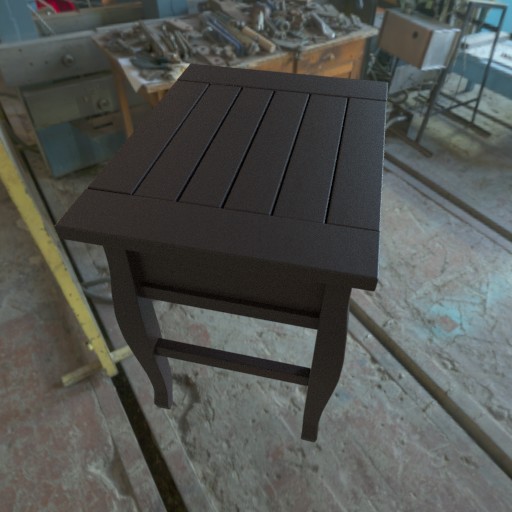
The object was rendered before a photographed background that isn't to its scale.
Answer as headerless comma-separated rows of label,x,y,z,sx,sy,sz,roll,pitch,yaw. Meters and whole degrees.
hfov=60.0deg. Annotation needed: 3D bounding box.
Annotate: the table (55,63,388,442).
table,0.000,0.000,1.021,0.460,0.605,0.602,9,46,9
